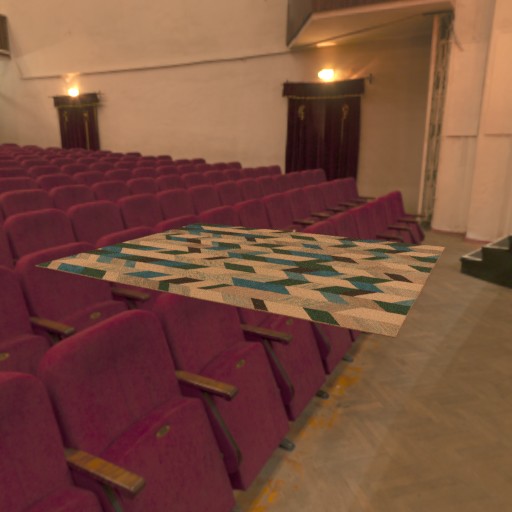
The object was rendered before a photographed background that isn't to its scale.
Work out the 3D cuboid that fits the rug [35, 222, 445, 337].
[{"bbox_3d":[0.000,0.000,4.138,3.036,0.008,2.440,8,16,28],"label":"rug"}]
